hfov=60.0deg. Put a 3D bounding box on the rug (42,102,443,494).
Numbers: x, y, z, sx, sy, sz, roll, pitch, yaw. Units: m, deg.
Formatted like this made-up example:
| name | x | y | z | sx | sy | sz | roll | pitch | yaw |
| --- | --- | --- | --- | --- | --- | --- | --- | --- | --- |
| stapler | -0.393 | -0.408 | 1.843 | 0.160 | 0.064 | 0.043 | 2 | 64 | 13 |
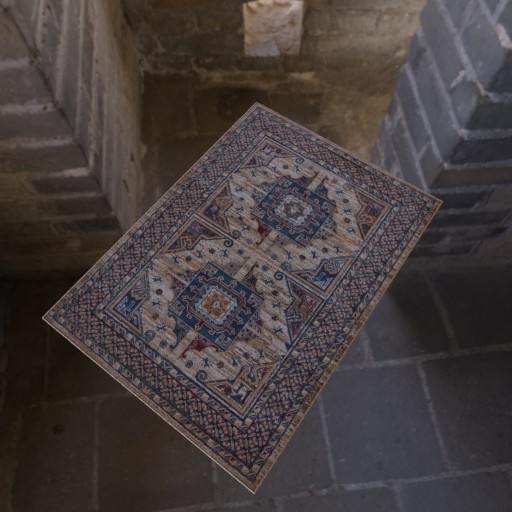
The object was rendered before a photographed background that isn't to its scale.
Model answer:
| name | x | y | z | sx | sy | sz | roll | pitch | yaw |
| --- | --- | --- | --- | --- | --- | --- | --- | --- | --- |
| rug | 0.000 | 0.000 | 2.900 | 1.611 | 0.008 | 2.227 | 33 | 68 | 16 |
